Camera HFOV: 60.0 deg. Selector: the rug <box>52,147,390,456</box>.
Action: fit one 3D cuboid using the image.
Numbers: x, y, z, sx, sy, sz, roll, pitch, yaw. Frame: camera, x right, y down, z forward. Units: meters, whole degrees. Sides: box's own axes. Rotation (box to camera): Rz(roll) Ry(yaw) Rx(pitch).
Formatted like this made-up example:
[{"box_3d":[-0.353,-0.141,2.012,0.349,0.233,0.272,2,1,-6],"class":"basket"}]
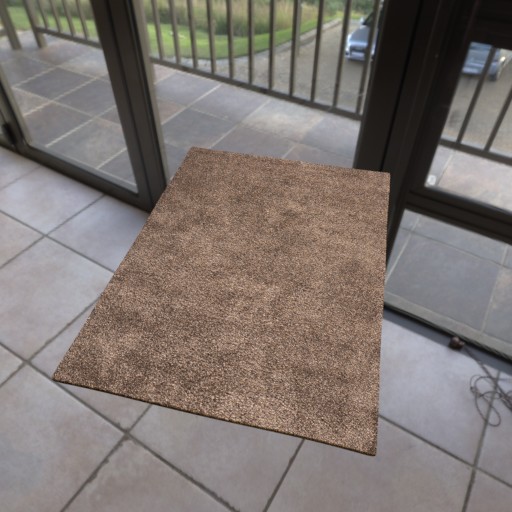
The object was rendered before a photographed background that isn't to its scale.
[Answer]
[{"box_3d":[0.000,0.000,2.101,1.198,0.025,1.601,10,47,9],"class":"rug"}]
